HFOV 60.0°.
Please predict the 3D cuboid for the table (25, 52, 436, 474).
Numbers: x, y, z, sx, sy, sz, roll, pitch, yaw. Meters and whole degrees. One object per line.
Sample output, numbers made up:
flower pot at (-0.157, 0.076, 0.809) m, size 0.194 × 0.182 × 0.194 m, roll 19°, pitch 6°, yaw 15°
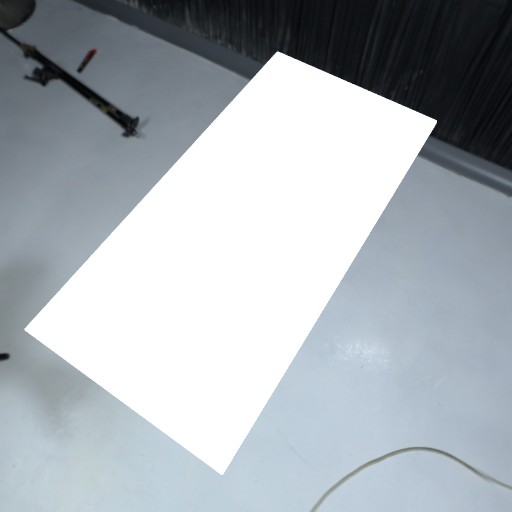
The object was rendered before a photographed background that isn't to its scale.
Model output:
table at (0.000, 0.000, 1.381) m, size 0.550 × 0.510 × 1.107 m, roll 30°, pitch 67°, yaw 14°
